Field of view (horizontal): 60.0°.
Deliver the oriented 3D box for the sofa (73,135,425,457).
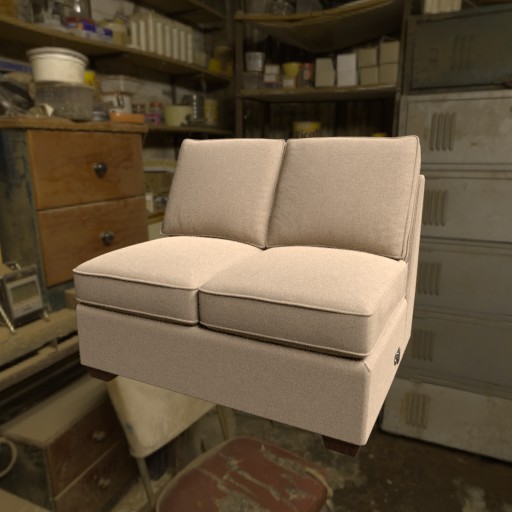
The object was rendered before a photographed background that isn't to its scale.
[{"bbox_3d":[0.000,0.000,1.914,1.237,1.008,0.951,7,15,26],"label":"sofa"}]
